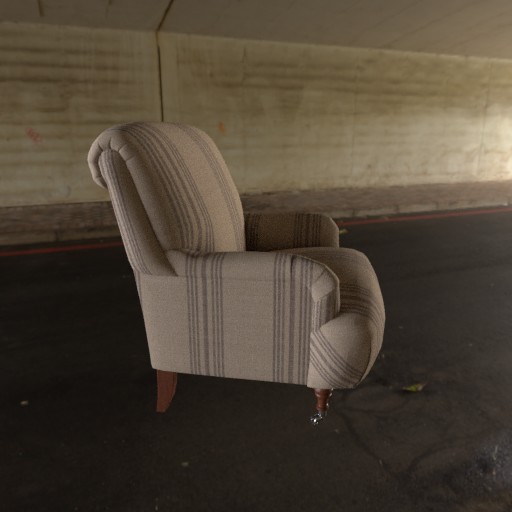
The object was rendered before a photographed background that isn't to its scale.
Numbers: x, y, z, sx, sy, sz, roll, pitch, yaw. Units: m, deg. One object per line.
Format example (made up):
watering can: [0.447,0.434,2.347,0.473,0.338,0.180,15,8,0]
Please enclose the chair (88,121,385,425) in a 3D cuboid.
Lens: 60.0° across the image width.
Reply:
chair: [0.000,0.000,1.623,0.914,0.940,0.813,3,16,10]
